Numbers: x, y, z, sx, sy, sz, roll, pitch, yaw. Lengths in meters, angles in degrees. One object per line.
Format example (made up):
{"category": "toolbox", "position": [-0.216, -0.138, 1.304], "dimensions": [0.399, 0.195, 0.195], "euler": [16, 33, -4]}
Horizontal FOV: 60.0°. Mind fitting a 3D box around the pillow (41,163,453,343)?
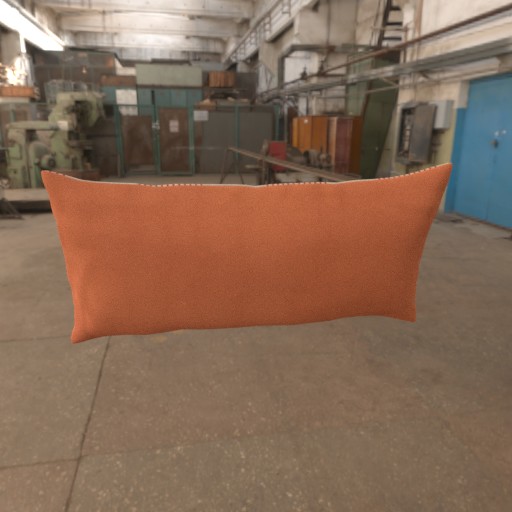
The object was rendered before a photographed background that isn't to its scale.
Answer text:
{"category": "pillow", "position": [0.000, 0.000, 0.714], "dimensions": [0.608, 0.292, 0.156], "euler": [-2, 16, -8]}
